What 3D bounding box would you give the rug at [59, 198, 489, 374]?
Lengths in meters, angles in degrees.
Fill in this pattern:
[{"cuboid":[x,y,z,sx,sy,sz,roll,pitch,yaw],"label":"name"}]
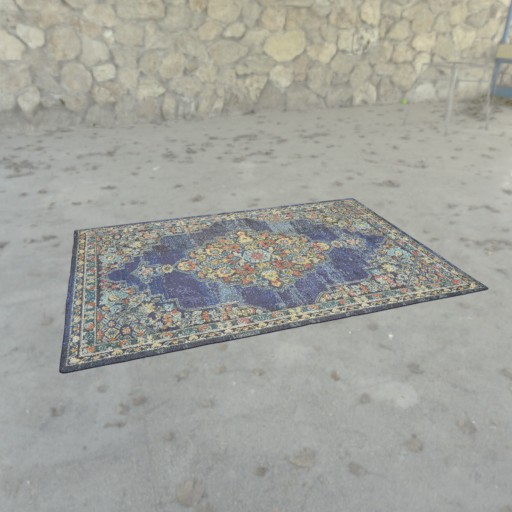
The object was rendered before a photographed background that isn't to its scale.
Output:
[{"cuboid":[0.000,0.000,3.700,2.940,0.011,2.053,-8,28,-16],"label":"rug"}]
